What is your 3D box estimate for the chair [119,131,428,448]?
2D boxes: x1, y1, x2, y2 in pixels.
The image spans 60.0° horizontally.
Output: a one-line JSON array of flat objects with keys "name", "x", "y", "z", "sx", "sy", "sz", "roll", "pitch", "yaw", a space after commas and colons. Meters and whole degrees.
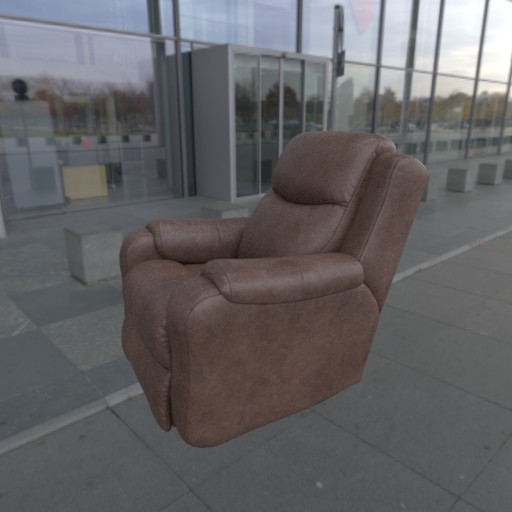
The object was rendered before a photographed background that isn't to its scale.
[{"name": "chair", "x": 0.000, "y": 0.000, "z": 1.841, "sx": 1.067, "sy": 0.990, "sz": 0.940, "roll": -9, "pitch": 19, "yaw": -26}]
